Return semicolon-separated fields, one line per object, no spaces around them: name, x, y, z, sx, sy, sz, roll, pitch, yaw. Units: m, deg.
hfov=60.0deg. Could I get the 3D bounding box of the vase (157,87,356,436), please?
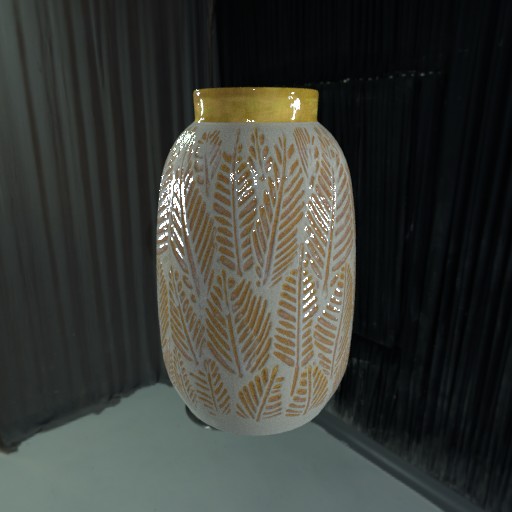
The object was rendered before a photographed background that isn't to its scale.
vase;0.000;0.000;0.386;0.172;0.270;0.172;0;18;0
